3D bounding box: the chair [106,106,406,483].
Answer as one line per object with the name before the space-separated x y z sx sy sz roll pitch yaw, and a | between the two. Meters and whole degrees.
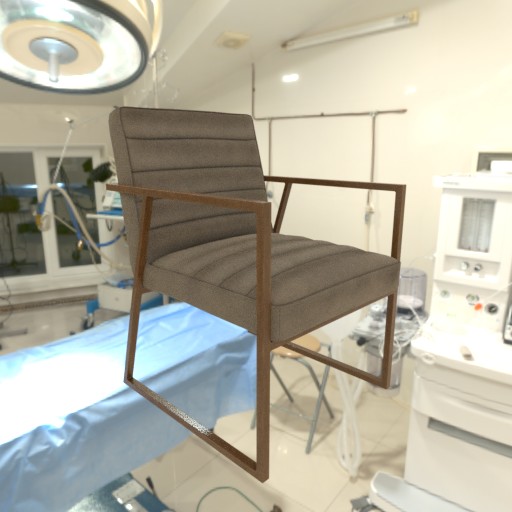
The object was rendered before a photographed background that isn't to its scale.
chair | 0.000 0.000 1.300 0.578 0.843 0.682 -14 20 -43
